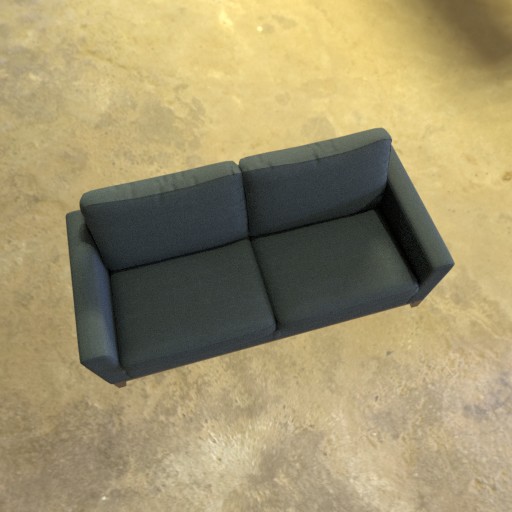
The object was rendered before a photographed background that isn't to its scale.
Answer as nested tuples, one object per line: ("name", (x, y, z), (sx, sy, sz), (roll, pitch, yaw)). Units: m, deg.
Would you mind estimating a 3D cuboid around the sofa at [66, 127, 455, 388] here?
("sofa", (0.000, 0.000, 2.455), (1.900, 0.865, 0.877), (-14, 64, -7))
